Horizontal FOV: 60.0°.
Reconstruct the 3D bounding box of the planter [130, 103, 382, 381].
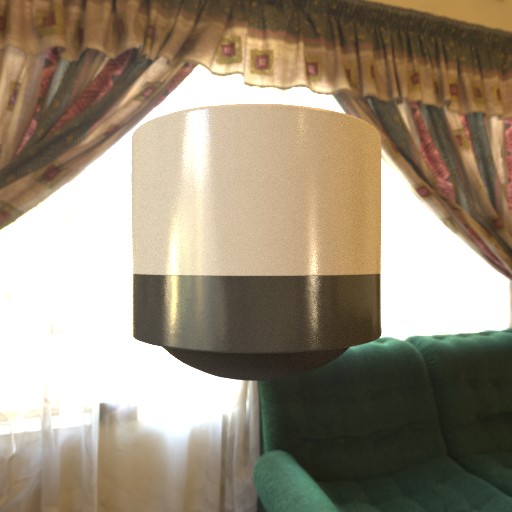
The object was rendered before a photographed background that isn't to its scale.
[{"bbox_3d":[0.000,0.000,0.353,0.193,0.177,0.193,0,-1,0],"label":"planter"}]
